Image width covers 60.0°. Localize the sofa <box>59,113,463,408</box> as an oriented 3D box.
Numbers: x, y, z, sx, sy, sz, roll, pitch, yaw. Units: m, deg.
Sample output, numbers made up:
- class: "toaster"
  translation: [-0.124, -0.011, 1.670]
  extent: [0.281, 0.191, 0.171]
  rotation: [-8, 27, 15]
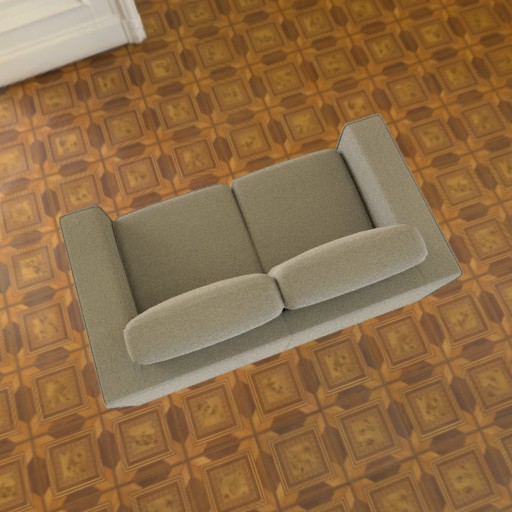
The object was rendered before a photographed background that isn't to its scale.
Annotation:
- class: "sofa"
  translation: [0.000, 0.000, 2.418]
  extent: [1.812, 0.924, 1.007]
  rotation: [-19, 73, -6]
